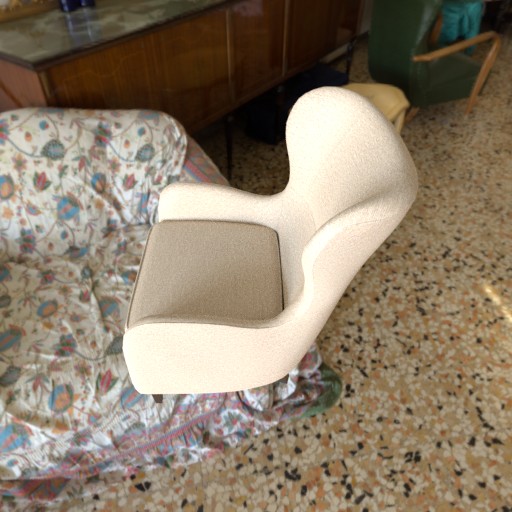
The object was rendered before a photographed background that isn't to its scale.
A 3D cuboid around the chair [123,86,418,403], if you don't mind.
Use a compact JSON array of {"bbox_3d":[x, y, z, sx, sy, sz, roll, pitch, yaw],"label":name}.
[{"bbox_3d":[0.000,0.000,1.779,0.984,1.064,0.861,0,42,0],"label":"chair"}]
